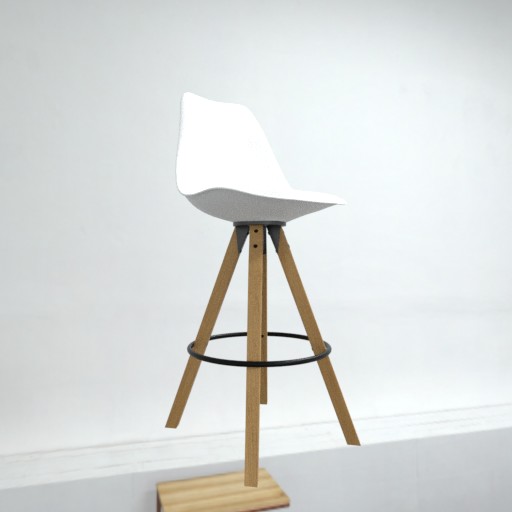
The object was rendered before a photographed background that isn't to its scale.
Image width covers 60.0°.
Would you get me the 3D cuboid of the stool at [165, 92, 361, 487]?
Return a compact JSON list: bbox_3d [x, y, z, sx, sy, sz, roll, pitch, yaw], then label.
[{"bbox_3d":[0.000,0.000,1.388,0.482,1.115,0.549,0,1,-37],"label":"stool"}]
